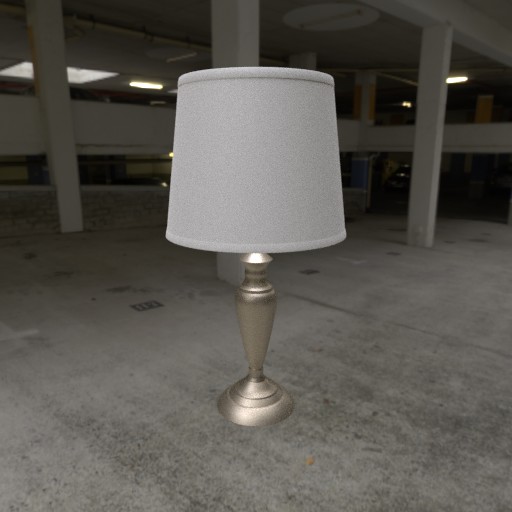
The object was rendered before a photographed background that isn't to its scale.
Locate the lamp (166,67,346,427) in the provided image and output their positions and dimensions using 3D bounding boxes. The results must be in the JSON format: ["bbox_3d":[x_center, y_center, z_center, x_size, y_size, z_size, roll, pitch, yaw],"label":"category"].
[{"bbox_3d":[0.000,0.000,0.833,0.328,0.619,0.328,0,14,0],"label":"lamp"}]
